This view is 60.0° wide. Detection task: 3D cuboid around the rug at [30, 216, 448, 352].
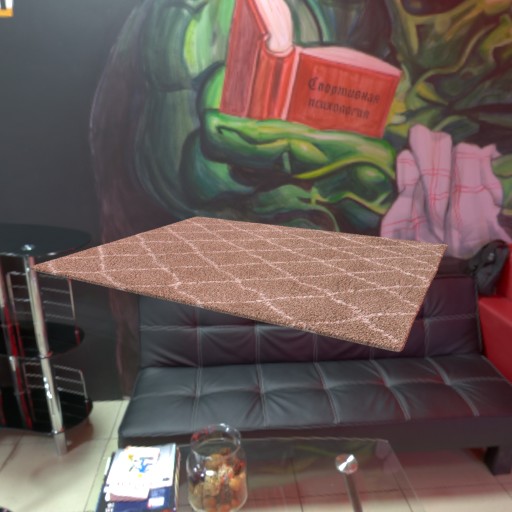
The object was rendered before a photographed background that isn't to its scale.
[{"bbox_3d":[0.000,0.000,4.074,3.047,0.029,2.438,9,18,27],"label":"rug"}]
